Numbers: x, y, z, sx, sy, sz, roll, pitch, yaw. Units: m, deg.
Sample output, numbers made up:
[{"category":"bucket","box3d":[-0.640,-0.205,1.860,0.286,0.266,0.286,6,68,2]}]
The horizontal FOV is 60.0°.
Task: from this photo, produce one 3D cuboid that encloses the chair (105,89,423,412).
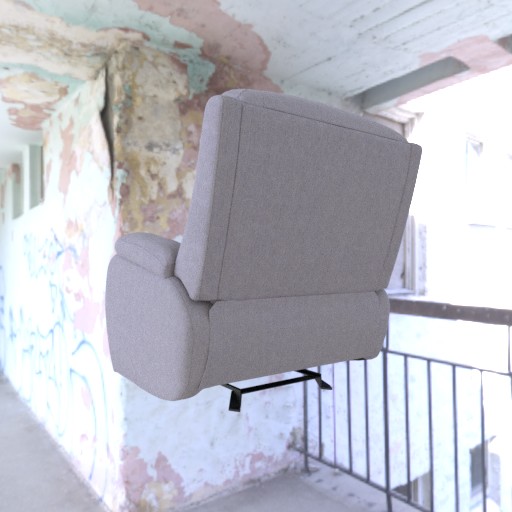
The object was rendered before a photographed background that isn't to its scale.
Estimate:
[{"category":"chair","box3d":[0.000,0.000,1.717,0.930,1.011,0.899,0,-1,-36]}]
